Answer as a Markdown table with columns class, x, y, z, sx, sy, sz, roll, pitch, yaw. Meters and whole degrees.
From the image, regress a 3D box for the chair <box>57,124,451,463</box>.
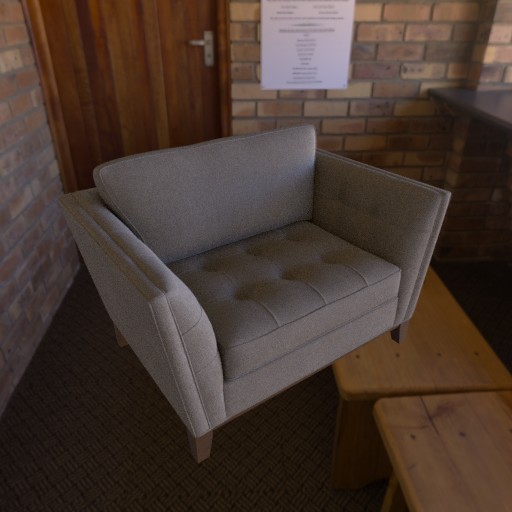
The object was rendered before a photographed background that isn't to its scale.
| class | x | y | z | sx | sy | sz | roll | pitch | yaw |
| --- | --- | --- | --- | --- | --- | --- | --- | --- | --- |
| chair | 0.000 | 0.000 | 2.037 | 1.396 | 0.942 | 0.965 | -19 | 35 | -30 |
